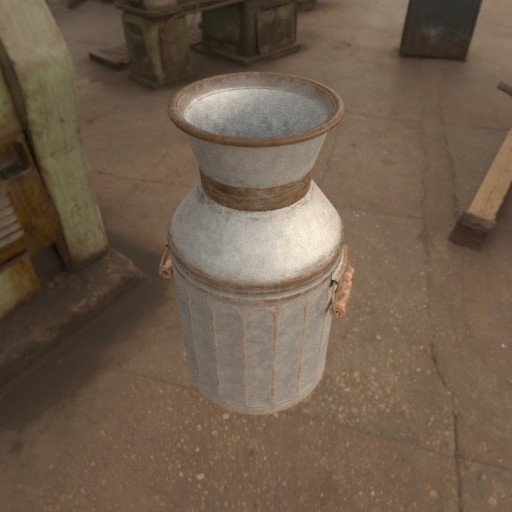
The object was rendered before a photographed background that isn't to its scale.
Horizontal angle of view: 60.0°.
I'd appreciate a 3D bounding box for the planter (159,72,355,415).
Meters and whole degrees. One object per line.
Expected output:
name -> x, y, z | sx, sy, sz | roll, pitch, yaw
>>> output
planter -> 0.000, 0.000, 0.557 | 0.245, 0.396, 0.214 | 12, 42, 14
